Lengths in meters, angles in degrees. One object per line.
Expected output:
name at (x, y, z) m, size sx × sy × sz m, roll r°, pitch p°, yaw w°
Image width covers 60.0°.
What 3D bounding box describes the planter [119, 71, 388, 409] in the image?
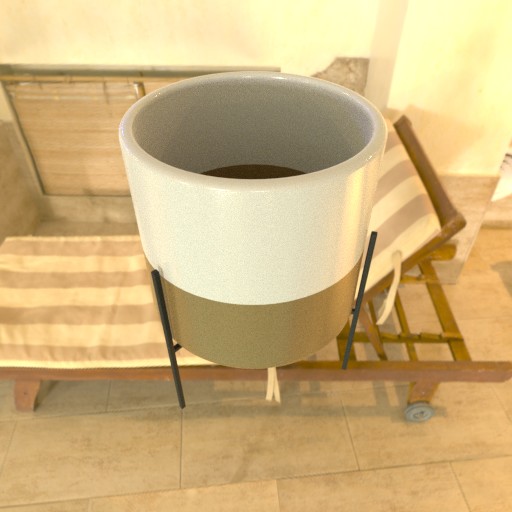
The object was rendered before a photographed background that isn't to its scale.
planter at (0.000, 0.000, 0.648) m, size 0.310 × 0.432 × 0.310 m, roll 0°, pitch 41°, yaw 0°
